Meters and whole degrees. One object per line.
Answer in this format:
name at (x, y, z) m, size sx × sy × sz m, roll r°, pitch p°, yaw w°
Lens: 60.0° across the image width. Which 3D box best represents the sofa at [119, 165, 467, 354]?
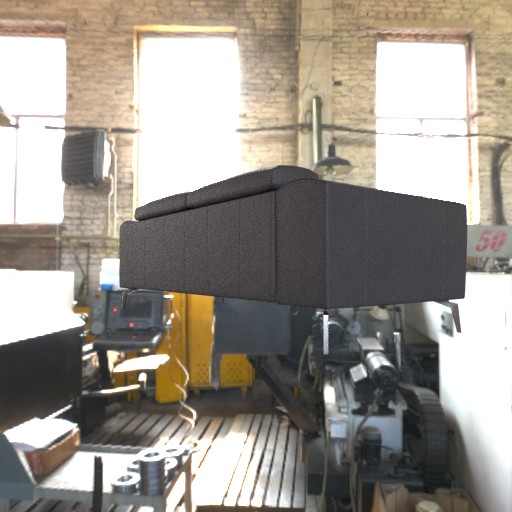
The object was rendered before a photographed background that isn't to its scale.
sofa at (0.000, 0.000, 2.899) m, size 1.048 × 0.814 × 2.330 m, roll 1°, pitch -2°, yaw -36°
